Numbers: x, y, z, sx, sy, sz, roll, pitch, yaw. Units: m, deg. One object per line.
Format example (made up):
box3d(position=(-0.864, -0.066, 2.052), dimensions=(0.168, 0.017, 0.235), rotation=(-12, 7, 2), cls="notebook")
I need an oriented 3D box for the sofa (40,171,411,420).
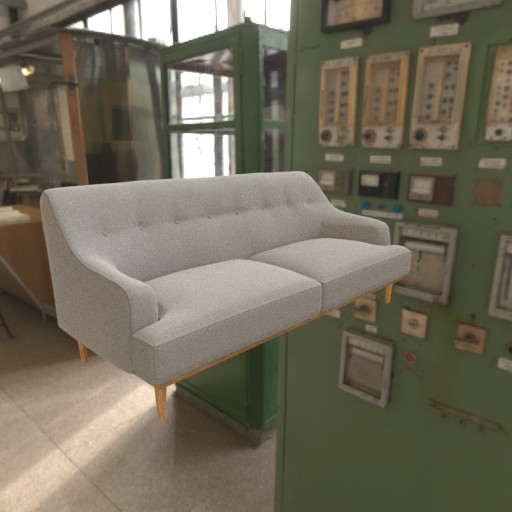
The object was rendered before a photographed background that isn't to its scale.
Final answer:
box3d(position=(0.000, 0.000, 2.573), dimensions=(0.978, 0.871, 2.057), rotation=(13, 19, 42), cls="sofa")
